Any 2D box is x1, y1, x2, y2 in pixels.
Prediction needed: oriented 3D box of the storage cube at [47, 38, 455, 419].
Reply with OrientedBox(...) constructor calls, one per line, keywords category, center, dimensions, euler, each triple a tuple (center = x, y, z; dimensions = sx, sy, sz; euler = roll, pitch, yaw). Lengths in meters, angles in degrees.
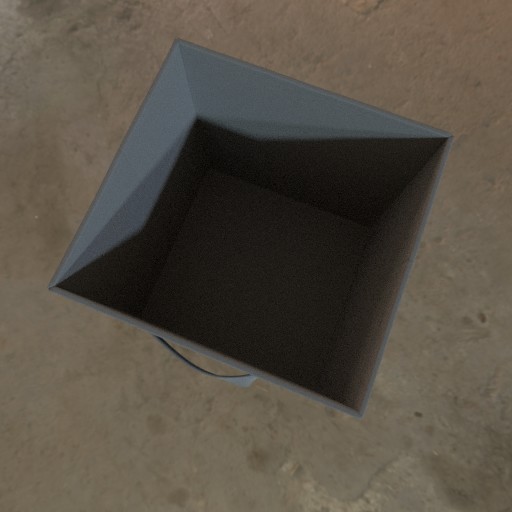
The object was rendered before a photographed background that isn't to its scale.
OrientedBox(category="storage cube", center=(0.000, 0.000, 0.501), dimensions=(0.270, 0.280, 0.270), euler=(21, 77, 5))
